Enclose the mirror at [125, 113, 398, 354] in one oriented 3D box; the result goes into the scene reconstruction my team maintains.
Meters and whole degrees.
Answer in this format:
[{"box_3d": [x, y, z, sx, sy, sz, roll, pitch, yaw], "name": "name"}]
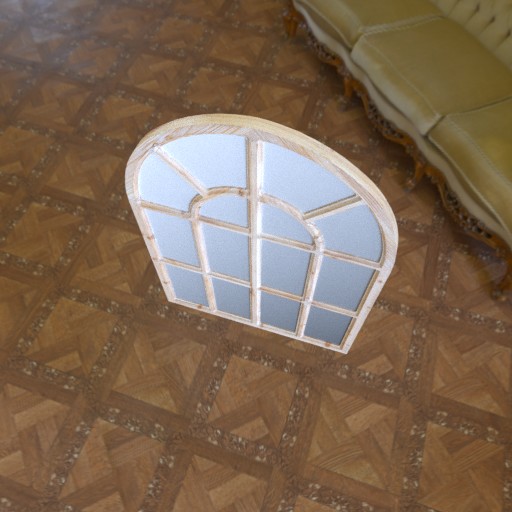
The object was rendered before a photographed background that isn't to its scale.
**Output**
[{"box_3d": [0.000, 0.000, 1.180, 0.660, 0.920, 0.032, 15, 60, 9], "name": "mirror"}]
